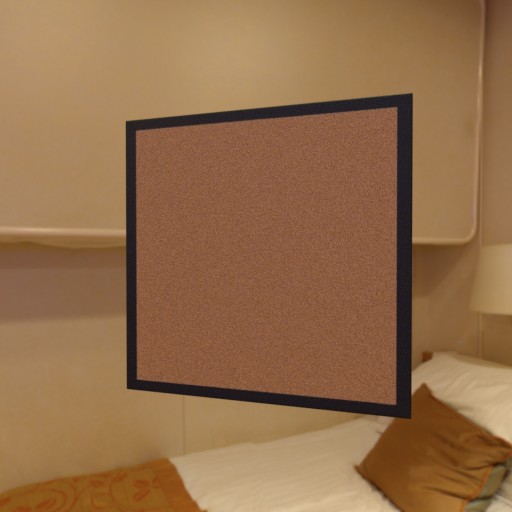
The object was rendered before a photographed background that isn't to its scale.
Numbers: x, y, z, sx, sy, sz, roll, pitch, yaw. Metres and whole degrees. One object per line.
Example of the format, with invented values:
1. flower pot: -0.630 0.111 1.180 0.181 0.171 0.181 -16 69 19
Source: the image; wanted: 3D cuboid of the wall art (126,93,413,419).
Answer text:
1. wall art: 0.000 0.000 0.996 0.663 0.659 0.016 0 1 17
